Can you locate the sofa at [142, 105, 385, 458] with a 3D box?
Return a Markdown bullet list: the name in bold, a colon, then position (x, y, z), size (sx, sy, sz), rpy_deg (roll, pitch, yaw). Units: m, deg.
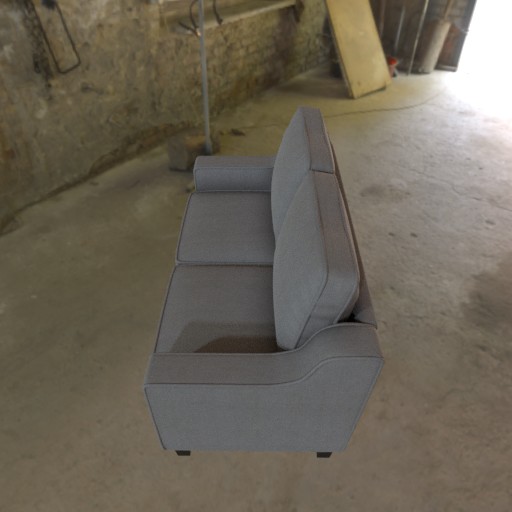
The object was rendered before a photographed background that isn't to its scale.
- **sofa**: position (0.000, 0.000, 2.035), size (0.791, 0.948, 1.500), rpy_deg (1, 41, 1)
